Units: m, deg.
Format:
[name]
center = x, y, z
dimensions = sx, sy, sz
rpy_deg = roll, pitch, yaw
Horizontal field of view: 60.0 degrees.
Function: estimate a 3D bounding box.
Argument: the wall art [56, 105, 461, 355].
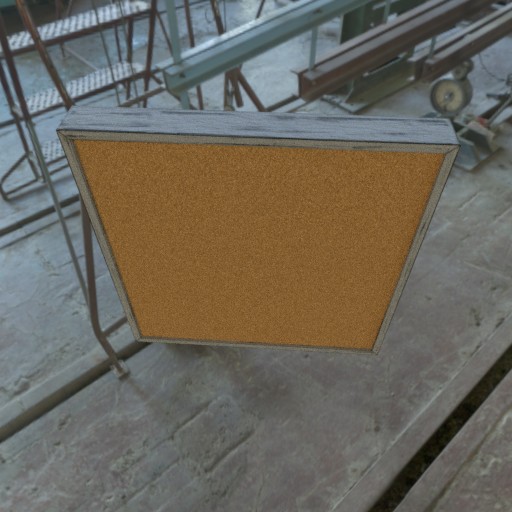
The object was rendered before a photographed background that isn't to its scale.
[wall art]
center = 0.000, 0.000, 0.455
dimensions = 0.303, 0.303, 0.036
rpy_deg = 3, 48, 3
